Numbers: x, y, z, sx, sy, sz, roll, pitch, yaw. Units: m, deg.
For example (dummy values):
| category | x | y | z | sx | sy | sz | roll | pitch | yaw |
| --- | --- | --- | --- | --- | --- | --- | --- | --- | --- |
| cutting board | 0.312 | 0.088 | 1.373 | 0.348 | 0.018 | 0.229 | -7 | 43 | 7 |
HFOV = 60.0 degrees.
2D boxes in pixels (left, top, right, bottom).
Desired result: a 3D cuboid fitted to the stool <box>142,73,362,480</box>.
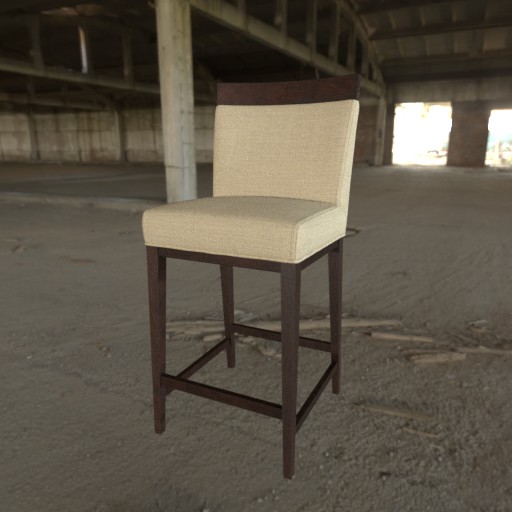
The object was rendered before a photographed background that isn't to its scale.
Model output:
| category | x | y | z | sx | sy | sz | roll | pitch | yaw |
| --- | --- | --- | --- | --- | --- | --- | --- | --- | --- |
| stool | 0.000 | 0.000 | 1.423 | 0.511 | 1.117 | 0.531 | 7 | 16 | 25 |
